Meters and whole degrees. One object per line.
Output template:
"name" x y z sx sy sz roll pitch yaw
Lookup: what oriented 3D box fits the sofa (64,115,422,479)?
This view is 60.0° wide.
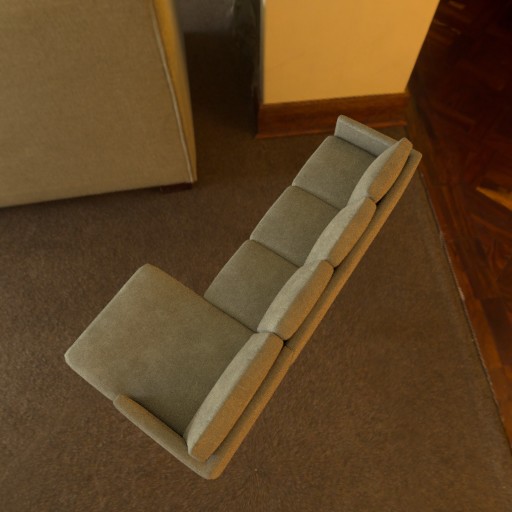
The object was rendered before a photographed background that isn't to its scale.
"sofa" 0.000 0.000 4.100 1.604 0.950 3.471 32 68 14
